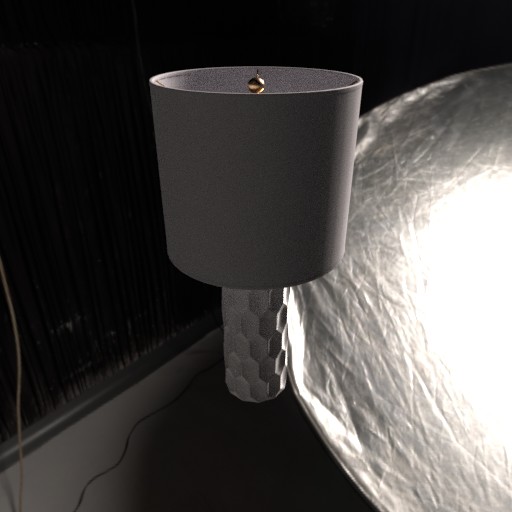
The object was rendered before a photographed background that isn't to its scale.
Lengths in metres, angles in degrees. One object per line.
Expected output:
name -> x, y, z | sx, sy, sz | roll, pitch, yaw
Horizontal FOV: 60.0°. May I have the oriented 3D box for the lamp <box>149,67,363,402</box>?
lamp -> 0.000, 0.000, 0.713 | 0.277, 0.537, 0.277 | 22, 35, 34
